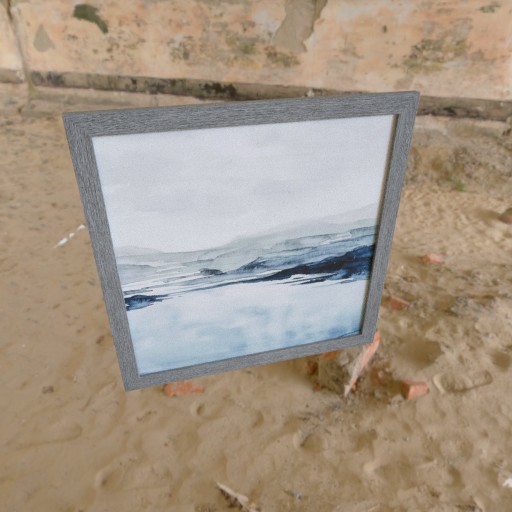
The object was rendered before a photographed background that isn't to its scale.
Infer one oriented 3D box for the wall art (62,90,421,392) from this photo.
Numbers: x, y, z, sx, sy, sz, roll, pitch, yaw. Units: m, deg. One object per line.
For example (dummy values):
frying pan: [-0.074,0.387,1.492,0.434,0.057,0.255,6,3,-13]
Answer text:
wall art: [0.000,0.000,1.014,0.685,0.685,0.020,-8,33,-13]
